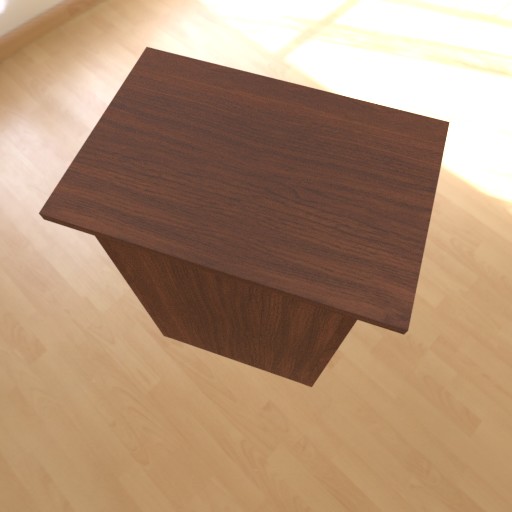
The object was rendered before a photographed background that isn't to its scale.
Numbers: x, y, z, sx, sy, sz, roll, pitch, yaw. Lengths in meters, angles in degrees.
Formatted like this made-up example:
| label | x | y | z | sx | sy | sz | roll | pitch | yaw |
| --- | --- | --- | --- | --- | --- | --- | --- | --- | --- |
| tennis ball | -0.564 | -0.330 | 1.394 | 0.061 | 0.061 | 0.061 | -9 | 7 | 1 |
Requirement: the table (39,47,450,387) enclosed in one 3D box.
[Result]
| label | x | y | z | sx | sy | sz | roll | pitch | yaw |
| --- | --- | --- | --- | --- | --- | --- | --- | --- | --- |
| table | 0.000 | 0.000 | 1.065 | 0.589 | 0.711 | 0.406 | 17 | 65 | 8 |
